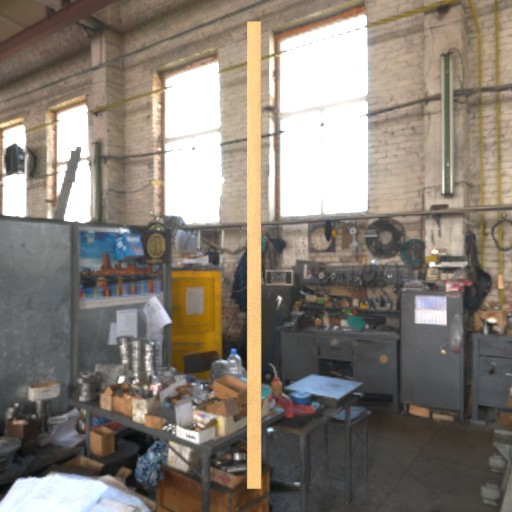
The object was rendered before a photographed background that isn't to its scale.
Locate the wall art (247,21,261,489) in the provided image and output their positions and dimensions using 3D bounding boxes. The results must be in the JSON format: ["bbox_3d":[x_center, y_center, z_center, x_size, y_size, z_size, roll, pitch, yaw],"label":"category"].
[{"bbox_3d":[0.000,0.000,1.349,0.030,1.002,0.798,0,-1,1],"label":"wall art"}]
